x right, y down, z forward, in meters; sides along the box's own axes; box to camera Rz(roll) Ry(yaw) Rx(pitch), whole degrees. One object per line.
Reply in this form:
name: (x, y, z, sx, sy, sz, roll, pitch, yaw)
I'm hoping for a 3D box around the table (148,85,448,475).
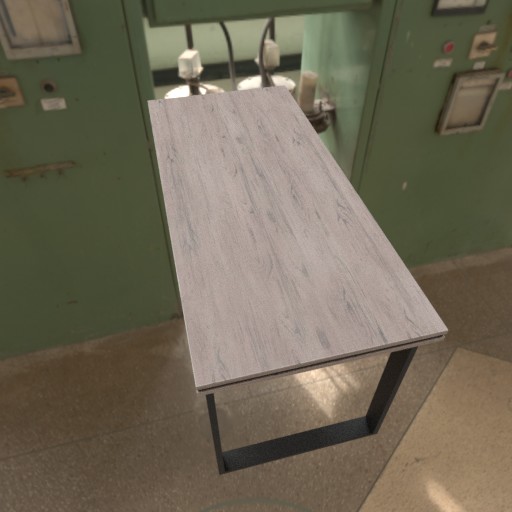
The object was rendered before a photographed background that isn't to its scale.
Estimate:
table: (0.000, 0.000, 2.241, 0.795, 0.899, 1.778, -10, 46, -10)
